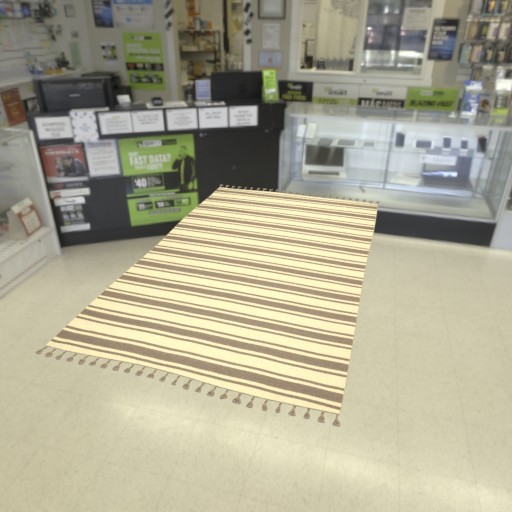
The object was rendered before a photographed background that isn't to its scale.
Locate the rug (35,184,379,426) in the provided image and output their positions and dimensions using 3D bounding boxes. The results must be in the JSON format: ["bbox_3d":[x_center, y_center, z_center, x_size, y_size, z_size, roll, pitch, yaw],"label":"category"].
[{"bbox_3d":[0.000,0.000,2.498,1.229,0.011,2.096,9,30,15],"label":"rug"}]
